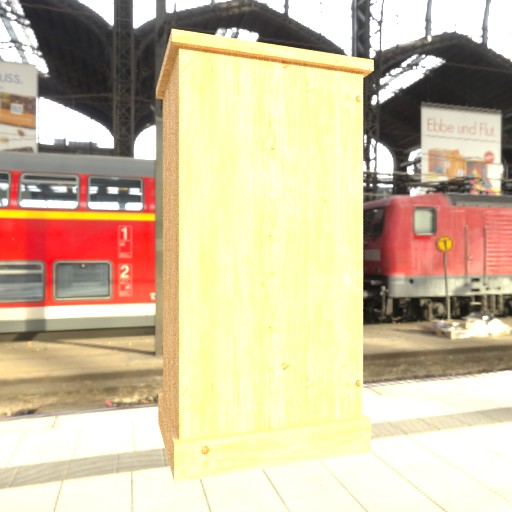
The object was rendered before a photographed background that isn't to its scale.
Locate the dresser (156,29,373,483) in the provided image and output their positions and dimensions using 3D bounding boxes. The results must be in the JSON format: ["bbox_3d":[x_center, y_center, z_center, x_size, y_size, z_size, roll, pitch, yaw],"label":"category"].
[{"bbox_3d":[0.000,0.000,1.283,0.531,1.041,0.390,0,0,-18],"label":"dresser"}]
